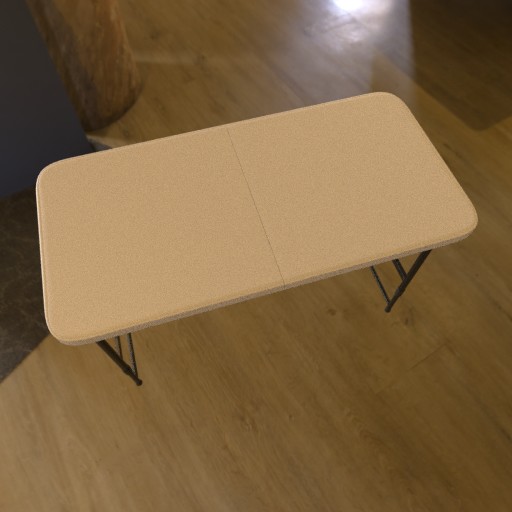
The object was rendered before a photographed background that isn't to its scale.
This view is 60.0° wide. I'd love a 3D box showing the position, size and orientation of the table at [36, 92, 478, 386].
[{"bbox_3d":[0.000,0.000,1.630,1.245,0.737,0.611,-15,61,-8],"label":"table"}]
